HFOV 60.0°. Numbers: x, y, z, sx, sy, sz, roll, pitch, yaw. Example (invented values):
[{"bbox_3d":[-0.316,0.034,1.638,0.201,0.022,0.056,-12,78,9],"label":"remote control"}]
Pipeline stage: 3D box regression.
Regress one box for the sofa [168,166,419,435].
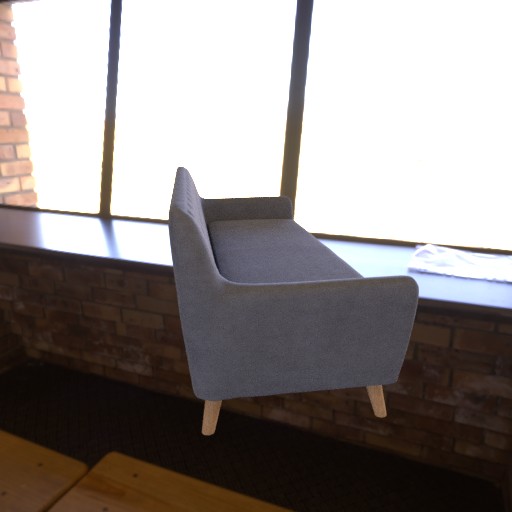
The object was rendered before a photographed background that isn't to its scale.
[{"bbox_3d":[0.000,0.000,2.362,0.830,0.830,1.970,-2,16,-9],"label":"sofa"}]
